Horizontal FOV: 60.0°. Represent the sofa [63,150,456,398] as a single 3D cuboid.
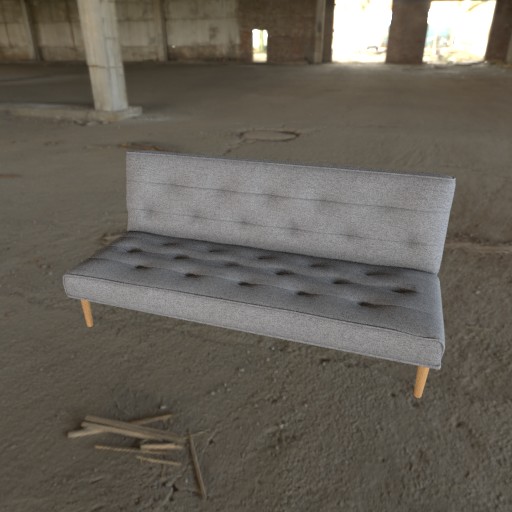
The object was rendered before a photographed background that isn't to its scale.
[{"bbox_3d":[0.000,0.000,2.281,1.820,0.830,0.810,8,27,16],"label":"sofa"}]
